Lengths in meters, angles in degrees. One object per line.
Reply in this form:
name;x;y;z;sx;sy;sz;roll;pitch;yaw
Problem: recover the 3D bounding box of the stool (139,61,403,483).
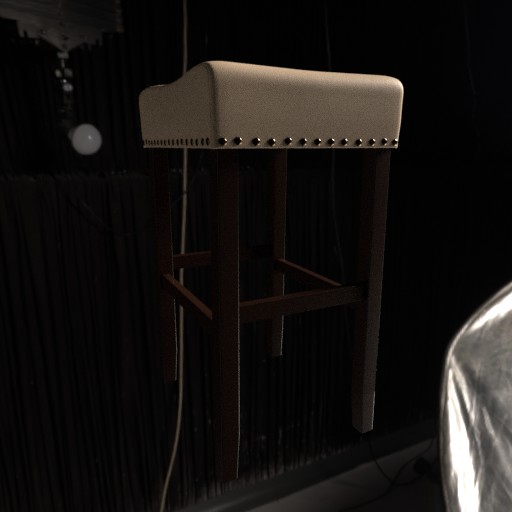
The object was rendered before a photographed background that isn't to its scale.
stool;0.000;0.000;1.036;0.401;0.762;0.471;-7;16;-26
